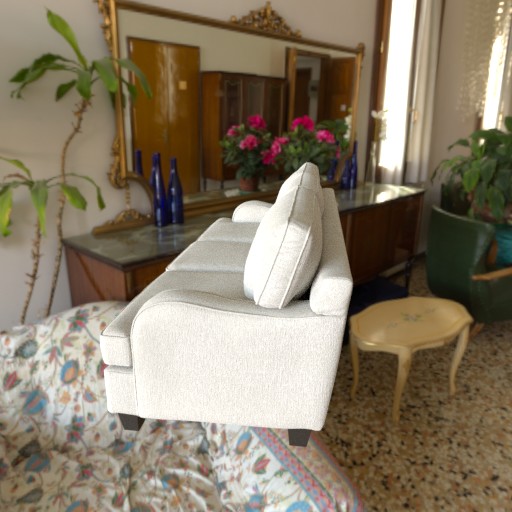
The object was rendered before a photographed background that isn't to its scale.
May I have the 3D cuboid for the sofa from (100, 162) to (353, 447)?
[{"bbox_3d":[0.000,0.000,2.803,1.016,0.991,2.323,2,17,7],"label":"sofa"}]
